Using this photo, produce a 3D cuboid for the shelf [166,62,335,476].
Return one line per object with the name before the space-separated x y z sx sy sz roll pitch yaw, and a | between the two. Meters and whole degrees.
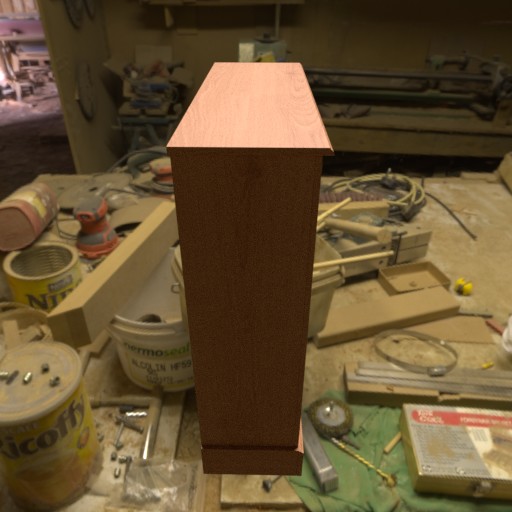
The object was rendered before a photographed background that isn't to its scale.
shelf | 0.000 0.000 1.376 0.291 0.980 0.840 1 33 1
